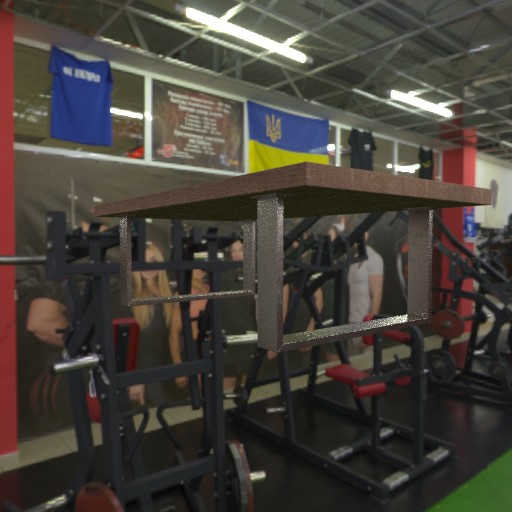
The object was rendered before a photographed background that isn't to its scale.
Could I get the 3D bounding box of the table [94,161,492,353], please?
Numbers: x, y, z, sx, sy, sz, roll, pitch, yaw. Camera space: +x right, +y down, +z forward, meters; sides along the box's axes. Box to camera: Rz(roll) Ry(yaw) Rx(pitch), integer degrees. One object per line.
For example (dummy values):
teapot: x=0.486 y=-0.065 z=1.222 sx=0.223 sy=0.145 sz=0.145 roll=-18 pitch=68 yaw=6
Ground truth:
table: x=0.000 y=0.000 z=1.717 sx=0.800 sy=0.440 sz=1.400 roll=-1 pitch=2 yaw=-37
